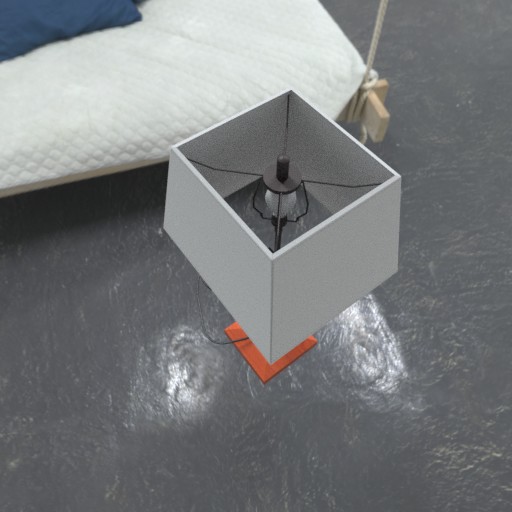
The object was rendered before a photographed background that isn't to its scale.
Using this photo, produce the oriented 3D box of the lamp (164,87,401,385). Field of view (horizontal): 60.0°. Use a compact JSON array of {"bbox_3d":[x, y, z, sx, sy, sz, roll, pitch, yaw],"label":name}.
[{"bbox_3d":[0.000,0.000,1.005,0.310,0.737,0.498,-32,63,-18],"label":"lamp"}]
